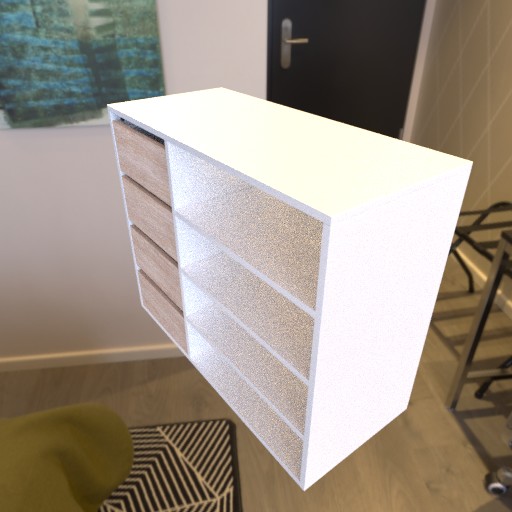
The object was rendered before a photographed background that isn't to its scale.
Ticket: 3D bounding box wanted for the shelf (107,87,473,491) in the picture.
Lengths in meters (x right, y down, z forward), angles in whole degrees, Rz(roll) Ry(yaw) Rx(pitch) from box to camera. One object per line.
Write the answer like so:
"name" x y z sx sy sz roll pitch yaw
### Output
"shelf" 0.000 0.000 1.268 0.396 0.732 0.895 -22 38 -31
